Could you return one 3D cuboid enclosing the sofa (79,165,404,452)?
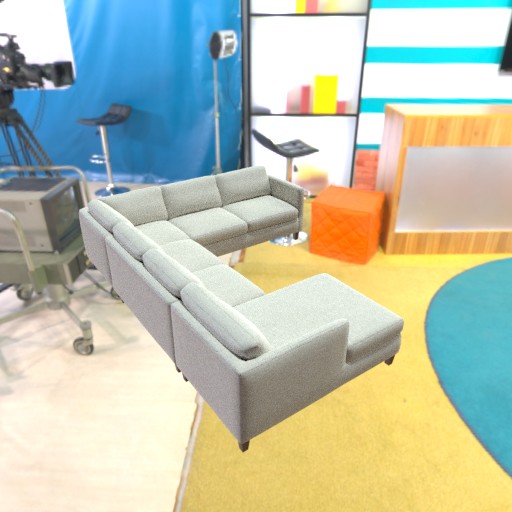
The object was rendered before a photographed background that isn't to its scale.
[{"bbox_3d":[0.000,0.000,4.461,2.551,0.853,3.238,-18,32,-31],"label":"sofa"}]
